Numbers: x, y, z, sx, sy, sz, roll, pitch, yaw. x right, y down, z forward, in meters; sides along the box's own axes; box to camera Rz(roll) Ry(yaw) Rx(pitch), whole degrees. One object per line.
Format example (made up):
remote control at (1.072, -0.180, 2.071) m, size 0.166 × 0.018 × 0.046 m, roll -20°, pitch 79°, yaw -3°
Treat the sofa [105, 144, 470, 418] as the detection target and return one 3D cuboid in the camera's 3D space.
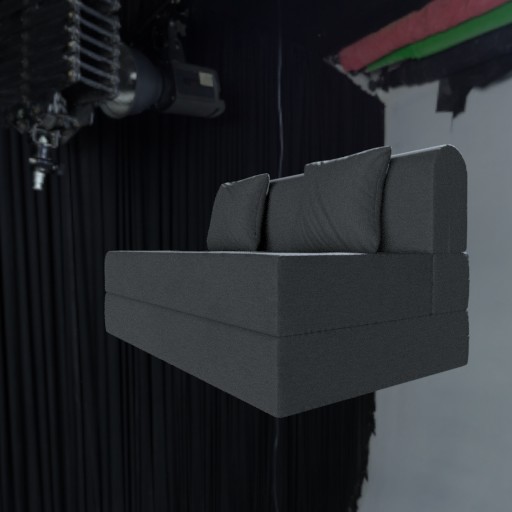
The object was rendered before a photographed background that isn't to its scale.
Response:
sofa at (0.000, 0.000, 1.650) m, size 0.762 × 0.670 × 1.225 m, roll -1°, pitch 1°, yaw -35°
